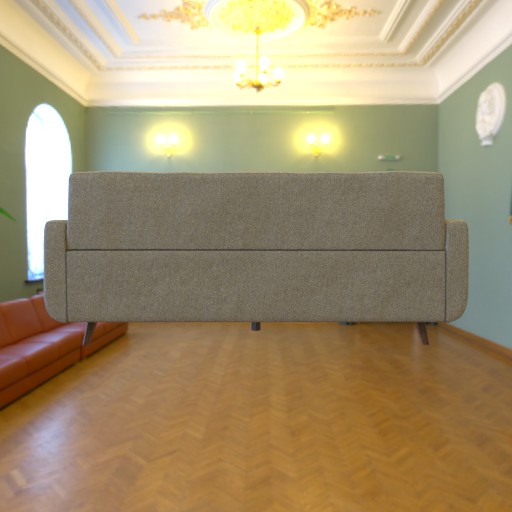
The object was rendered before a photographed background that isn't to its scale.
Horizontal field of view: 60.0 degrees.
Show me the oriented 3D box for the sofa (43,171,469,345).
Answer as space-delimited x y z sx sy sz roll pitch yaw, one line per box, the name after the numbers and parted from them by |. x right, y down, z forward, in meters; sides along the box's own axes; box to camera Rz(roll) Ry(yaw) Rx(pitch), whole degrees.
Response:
0.000 0.000 2.608 2.055 0.873 0.968 0 1 0 | sofa
